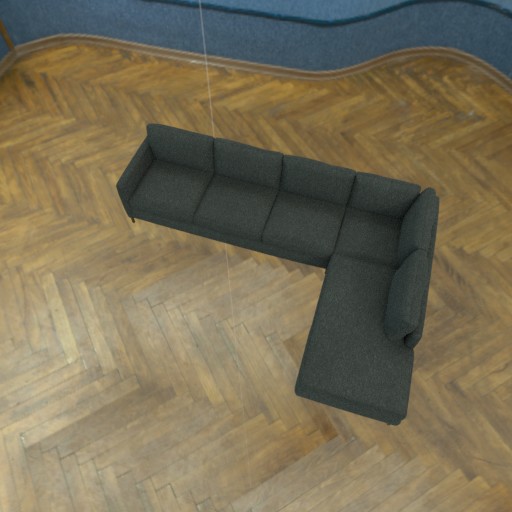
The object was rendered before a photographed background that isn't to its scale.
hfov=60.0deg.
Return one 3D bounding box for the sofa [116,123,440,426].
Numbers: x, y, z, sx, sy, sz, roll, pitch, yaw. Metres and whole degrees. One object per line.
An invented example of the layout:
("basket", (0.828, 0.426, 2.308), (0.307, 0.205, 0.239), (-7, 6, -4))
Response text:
("sofa", (0.000, 0.000, 3.938), (2.949, 0.815, 2.007), (15, 59, 9))
